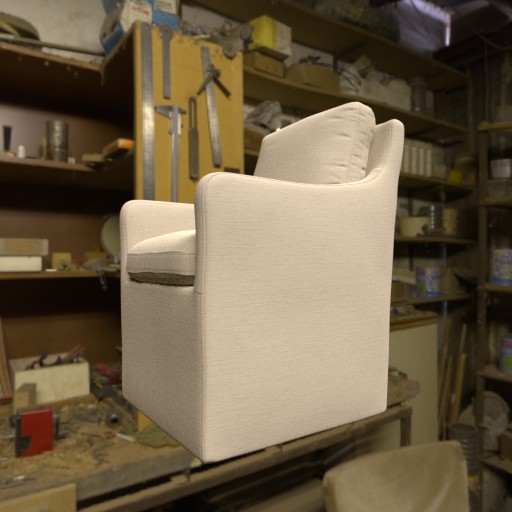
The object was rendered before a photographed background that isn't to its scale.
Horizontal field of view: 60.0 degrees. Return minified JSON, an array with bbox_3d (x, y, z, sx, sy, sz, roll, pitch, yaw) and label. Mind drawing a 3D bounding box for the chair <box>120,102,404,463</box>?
[{"bbox_3d":[0.000,0.000,1.369,0.694,0.914,0.626,0,-1,-34],"label":"chair"}]
